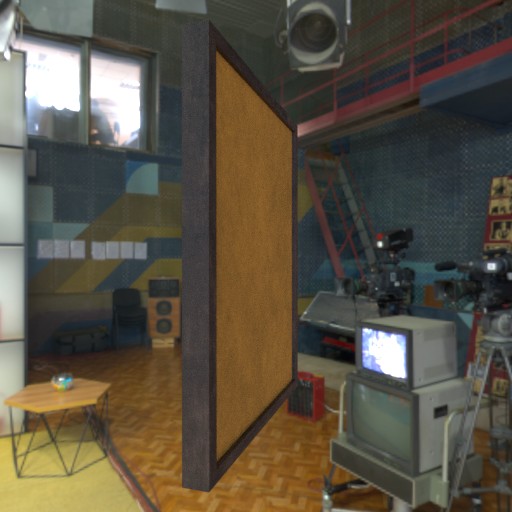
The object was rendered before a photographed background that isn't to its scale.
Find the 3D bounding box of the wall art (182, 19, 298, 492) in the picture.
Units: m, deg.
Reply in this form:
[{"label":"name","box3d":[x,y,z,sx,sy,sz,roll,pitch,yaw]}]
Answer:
[{"label":"wall art","box3d":[0.000,0.000,0.540,0.027,0.406,0.329,0,0,19]}]
